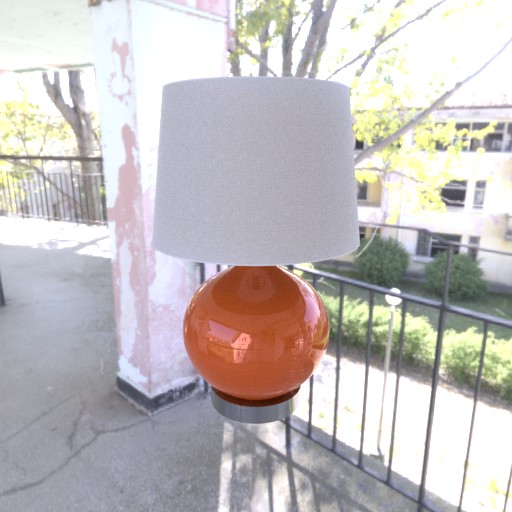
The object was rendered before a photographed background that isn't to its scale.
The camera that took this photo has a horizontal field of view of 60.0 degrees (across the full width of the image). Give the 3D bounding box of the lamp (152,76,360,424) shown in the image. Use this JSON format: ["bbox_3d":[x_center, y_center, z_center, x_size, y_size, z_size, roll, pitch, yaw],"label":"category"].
[{"bbox_3d":[0.000,0.000,0.544,0.247,0.387,0.247,0,14,0],"label":"lamp"}]
